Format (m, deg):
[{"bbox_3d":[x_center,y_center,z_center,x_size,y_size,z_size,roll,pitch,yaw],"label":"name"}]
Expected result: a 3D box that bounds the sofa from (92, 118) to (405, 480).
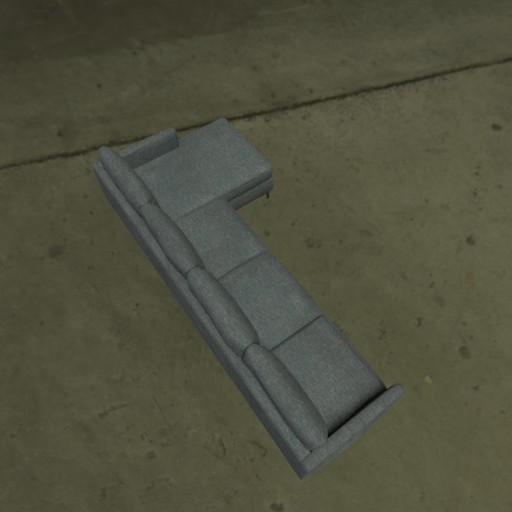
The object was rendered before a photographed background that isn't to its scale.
[{"bbox_3d":[0.000,0.000,3.475,1.350,0.810,2.932,-31,64,-18],"label":"sofa"}]
